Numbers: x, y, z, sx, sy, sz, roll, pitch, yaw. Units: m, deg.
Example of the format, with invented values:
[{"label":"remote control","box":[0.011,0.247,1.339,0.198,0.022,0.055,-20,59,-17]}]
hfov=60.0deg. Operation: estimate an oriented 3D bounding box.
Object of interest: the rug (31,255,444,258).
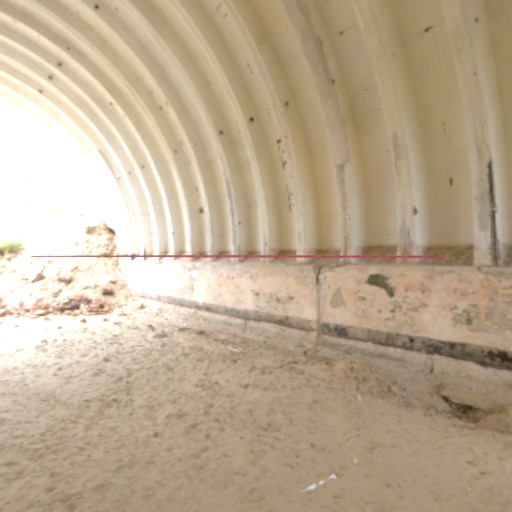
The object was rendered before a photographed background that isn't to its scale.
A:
[{"label":"rug","box":[0.000,0.000,4.429,3.306,0.011,2.389,0,0,19]}]
